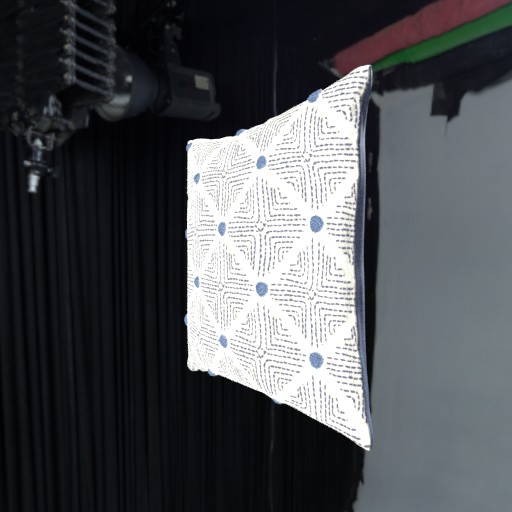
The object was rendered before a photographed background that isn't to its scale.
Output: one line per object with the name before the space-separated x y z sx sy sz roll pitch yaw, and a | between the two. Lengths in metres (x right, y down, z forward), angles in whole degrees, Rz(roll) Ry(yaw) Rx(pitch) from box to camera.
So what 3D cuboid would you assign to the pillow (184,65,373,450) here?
pillow | 0.000 0.000 0.785 0.145 0.510 0.510 0 1 -36
